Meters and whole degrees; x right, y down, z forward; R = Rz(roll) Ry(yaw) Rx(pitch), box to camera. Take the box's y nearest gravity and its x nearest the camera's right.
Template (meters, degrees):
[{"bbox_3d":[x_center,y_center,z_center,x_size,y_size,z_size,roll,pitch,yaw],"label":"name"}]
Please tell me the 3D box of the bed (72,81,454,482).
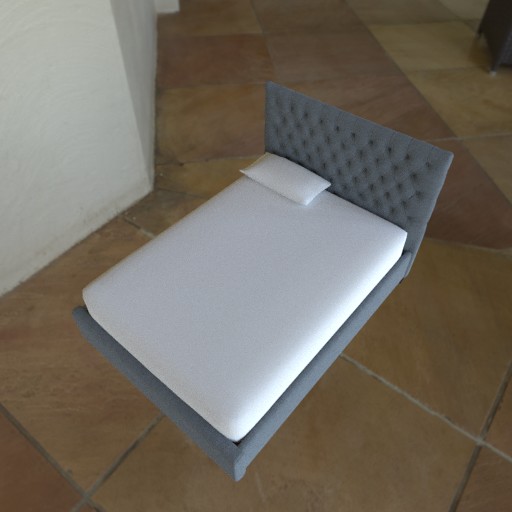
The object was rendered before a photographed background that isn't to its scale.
[{"bbox_3d":[0.000,0.000,3.370,1.698,1.411,2.335,32,55,26],"label":"bed"}]
